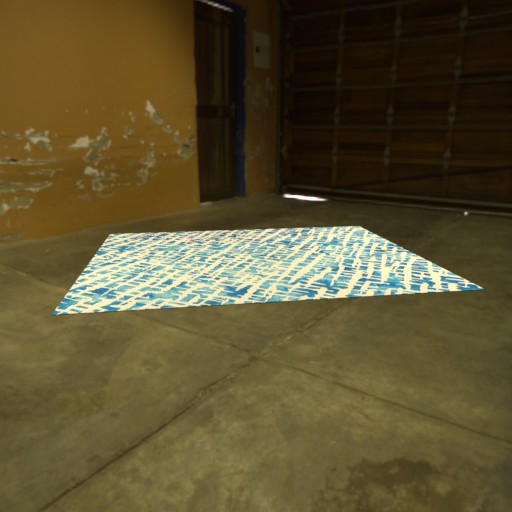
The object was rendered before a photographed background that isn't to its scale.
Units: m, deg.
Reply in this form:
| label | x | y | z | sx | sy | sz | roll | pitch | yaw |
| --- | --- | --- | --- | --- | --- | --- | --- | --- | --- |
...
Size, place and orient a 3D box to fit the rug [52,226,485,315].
| label | x | y | z | sx | sy | sz | roll | pitch | yaw |
| --- | --- | --- | --- | --- | --- | --- | --- | --- | --- |
| rug | 0.000 | 0.000 | 4.161 | 3.007 | 0.007 | 2.435 | -2 | 15 | -9 |
